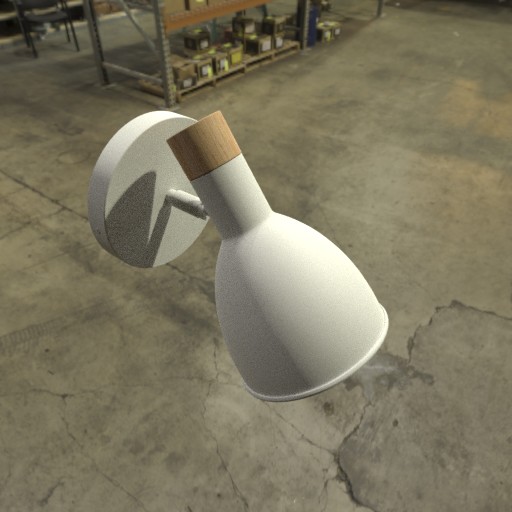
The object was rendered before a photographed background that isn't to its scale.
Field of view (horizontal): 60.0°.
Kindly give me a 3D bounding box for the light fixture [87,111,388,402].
[{"bbox_3d":[0.000,0.000,0.329,0.209,0.199,0.127,25,47,27],"label":"light fixture"}]
